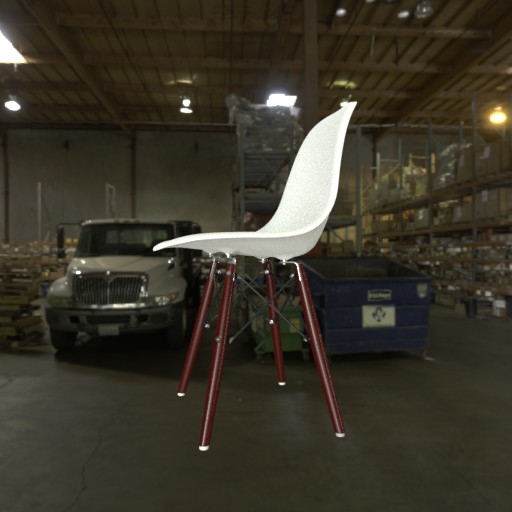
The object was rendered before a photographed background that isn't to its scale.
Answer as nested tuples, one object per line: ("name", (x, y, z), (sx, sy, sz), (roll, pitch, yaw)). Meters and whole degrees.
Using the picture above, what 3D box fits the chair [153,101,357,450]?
("chair", (0.000, 0.000, 1.183), (0.533, 0.826, 0.470), (0, 0, -17))
